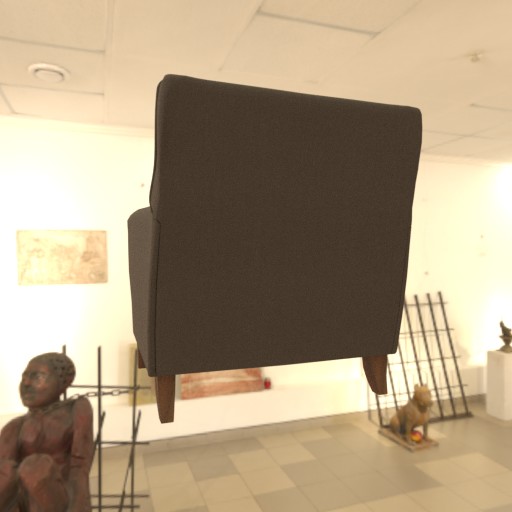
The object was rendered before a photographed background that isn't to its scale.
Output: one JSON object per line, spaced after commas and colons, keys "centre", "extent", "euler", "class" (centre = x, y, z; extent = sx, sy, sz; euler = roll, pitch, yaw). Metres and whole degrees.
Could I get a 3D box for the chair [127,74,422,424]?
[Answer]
{"centre": [0.000, 0.000, 1.586], "extent": [0.836, 0.911, 0.831], "euler": [0, 1, -20], "class": "chair"}
